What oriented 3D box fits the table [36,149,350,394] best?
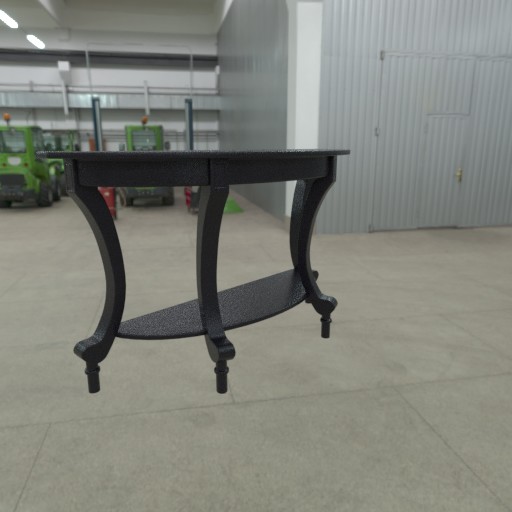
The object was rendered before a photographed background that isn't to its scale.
[{"bbox_3d":[0.000,0.000,1.492,0.394,0.692,1.198,13,19,42],"label":"table"}]
